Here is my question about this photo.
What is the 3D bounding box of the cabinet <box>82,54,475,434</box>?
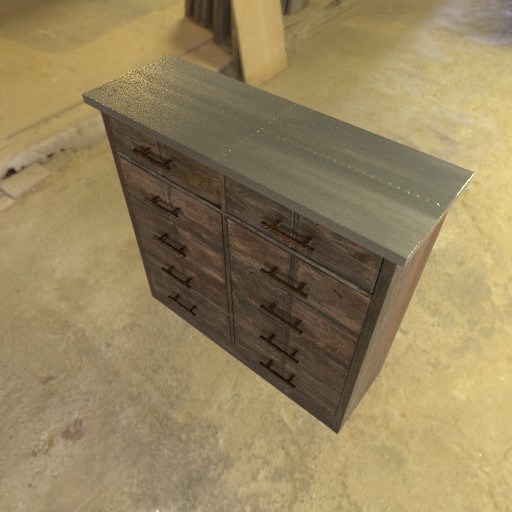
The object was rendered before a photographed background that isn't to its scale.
[{"bbox_3d":[0.000,0.000,1.429,0.968,0.919,0.338,31,54,25],"label":"cabinet"}]
